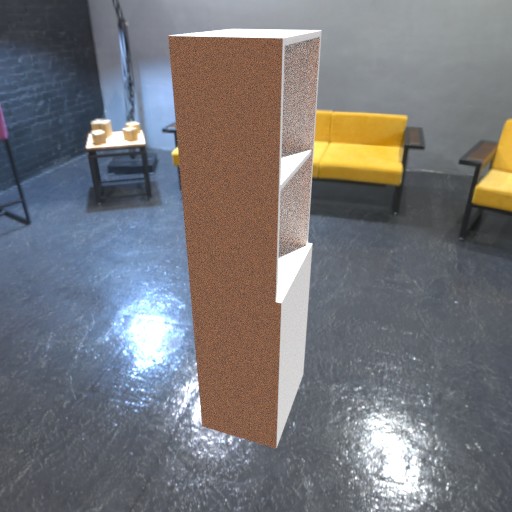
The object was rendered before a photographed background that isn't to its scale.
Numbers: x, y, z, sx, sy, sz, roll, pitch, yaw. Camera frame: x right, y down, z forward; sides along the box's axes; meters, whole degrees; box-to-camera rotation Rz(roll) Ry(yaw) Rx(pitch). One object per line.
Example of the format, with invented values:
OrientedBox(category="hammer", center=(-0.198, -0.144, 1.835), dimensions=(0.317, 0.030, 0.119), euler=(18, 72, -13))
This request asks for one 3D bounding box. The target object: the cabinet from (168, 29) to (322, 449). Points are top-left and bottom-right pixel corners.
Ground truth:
OrientedBox(category="cabinet", center=(0.000, 0.000, 1.499), dimensions=(0.300, 1.350, 0.400), euler=(10, 31, 17))
